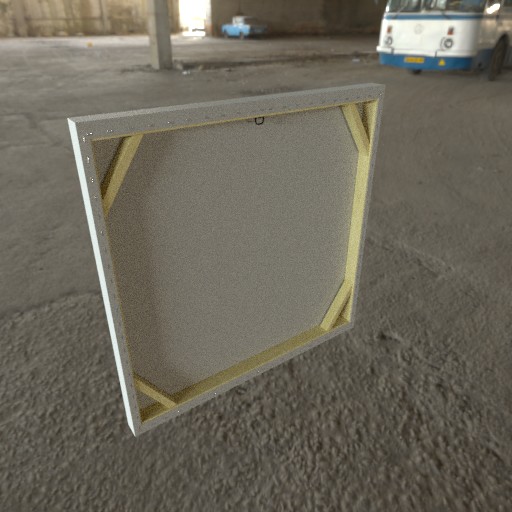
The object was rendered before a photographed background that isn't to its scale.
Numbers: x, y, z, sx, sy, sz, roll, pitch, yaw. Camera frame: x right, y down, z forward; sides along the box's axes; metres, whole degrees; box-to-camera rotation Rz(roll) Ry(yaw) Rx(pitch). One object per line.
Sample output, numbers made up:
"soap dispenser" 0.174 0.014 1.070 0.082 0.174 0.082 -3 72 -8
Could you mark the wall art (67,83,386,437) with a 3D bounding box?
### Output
"wall art" 0.000 0.000 0.898 0.610 0.610 0.038 -19 34 -30
